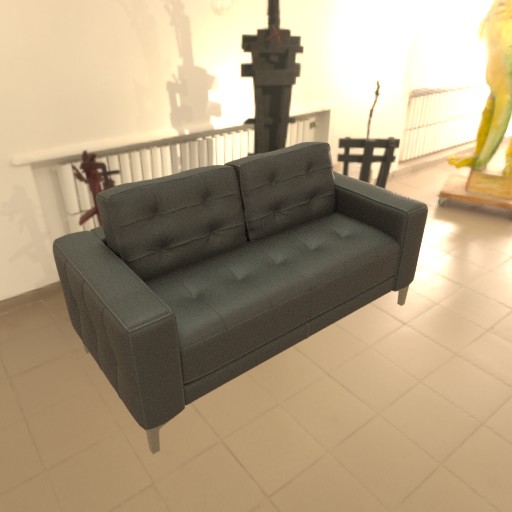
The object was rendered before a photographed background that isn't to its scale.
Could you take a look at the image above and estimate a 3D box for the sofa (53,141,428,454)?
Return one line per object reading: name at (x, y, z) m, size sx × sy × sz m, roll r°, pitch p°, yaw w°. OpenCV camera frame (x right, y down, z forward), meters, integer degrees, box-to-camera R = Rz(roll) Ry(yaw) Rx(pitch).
sofa at (0.000, 0.000, 2.244) m, size 1.726 × 0.893 × 0.833 m, roll -21°, pitch 36°, yaw -32°
